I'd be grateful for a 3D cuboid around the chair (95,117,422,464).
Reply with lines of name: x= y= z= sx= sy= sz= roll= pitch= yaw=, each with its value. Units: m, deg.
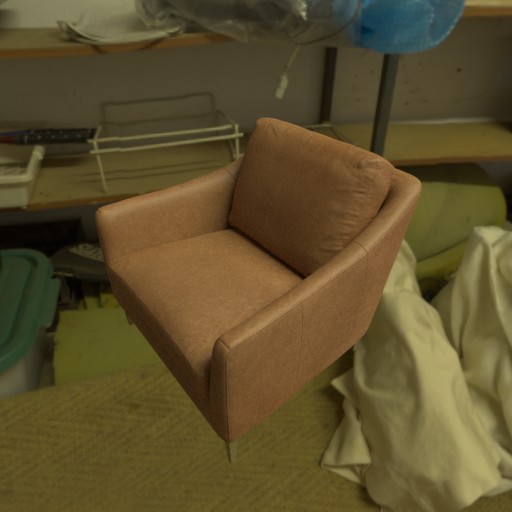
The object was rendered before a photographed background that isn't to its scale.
chair: x=0.000 y=0.000 z=1.771 sx=0.963 sy=0.895 sz=0.988 roll=-22 pitch=39 yaw=-30
